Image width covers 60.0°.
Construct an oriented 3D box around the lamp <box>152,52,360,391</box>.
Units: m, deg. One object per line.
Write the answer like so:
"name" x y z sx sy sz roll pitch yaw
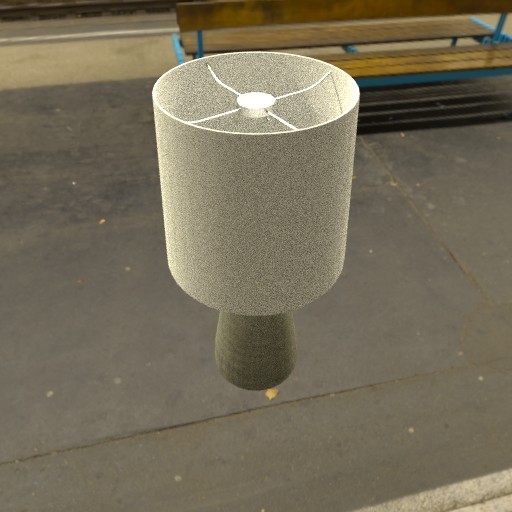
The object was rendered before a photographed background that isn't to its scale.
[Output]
"lamp" 0.000 0.000 0.480 0.186 0.369 0.186 0 43 0
